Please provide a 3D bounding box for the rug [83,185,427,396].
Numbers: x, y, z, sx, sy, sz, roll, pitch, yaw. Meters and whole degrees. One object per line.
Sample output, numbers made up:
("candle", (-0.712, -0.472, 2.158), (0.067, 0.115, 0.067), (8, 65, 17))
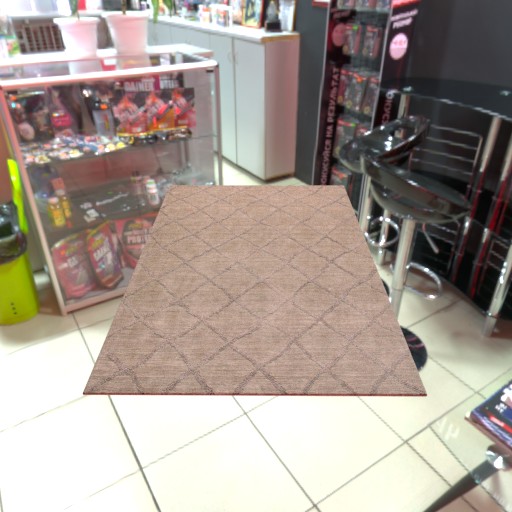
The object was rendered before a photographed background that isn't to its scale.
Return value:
("rug", (0.000, 0.000, 2.916), (1.521, 0.015, 2.280), (0, 33, 0))
